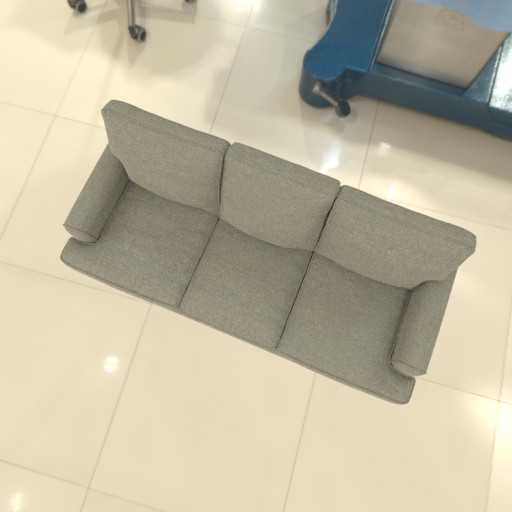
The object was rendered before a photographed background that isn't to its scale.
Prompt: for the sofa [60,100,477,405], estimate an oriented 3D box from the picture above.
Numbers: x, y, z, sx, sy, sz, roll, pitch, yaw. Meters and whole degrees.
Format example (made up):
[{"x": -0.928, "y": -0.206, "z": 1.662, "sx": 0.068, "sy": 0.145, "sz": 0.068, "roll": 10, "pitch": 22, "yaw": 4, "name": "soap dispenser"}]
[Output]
[{"x": 0.000, "y": 0.000, "z": 2.574, "sx": 2.158, "sy": 0.965, "sz": 0.951, "roll": 22, "pitch": 76, "yaw": 6, "name": "sofa"}]
